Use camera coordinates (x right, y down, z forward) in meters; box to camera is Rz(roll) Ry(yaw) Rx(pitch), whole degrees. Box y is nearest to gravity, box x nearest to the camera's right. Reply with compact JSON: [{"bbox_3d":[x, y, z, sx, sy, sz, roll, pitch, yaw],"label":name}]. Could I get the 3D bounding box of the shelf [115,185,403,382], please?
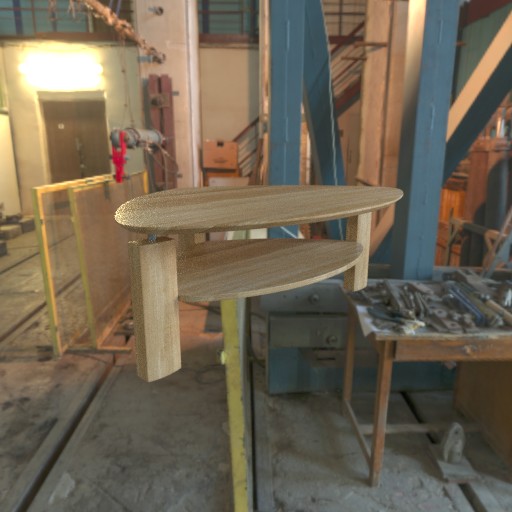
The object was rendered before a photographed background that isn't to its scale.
[{"bbox_3d":[0.000,0.000,1.624,0.863,0.439,1.240,13,19,42],"label":"shelf"}]
